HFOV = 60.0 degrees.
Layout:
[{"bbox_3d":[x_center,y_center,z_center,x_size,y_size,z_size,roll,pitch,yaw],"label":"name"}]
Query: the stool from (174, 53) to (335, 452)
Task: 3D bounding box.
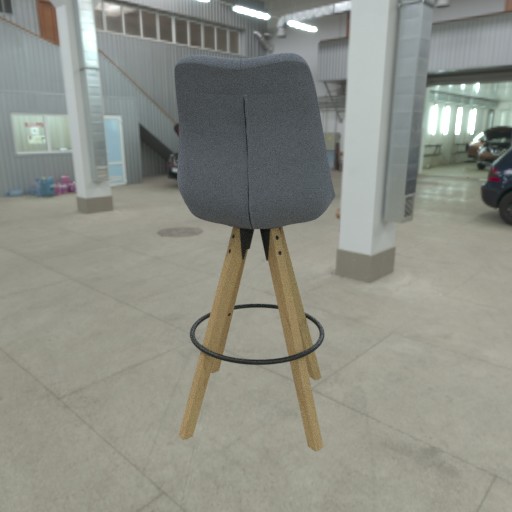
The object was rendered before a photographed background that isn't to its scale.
[{"bbox_3d":[0.000,0.000,1.417,0.485,1.115,0.550,2,16,7],"label":"stool"}]
